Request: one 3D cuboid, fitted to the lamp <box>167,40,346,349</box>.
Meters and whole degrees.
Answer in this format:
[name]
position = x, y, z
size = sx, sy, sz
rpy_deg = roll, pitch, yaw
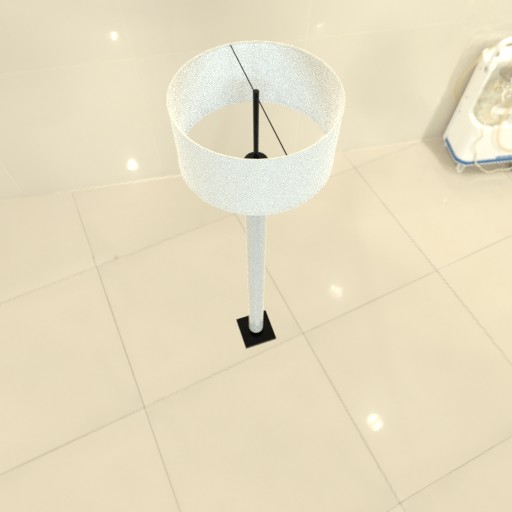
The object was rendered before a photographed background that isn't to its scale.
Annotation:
[lamp]
position = 0.000, 0.000, 1.659
size = 0.420, 1.475, 0.420
rpy_deg = -16, 60, -10
